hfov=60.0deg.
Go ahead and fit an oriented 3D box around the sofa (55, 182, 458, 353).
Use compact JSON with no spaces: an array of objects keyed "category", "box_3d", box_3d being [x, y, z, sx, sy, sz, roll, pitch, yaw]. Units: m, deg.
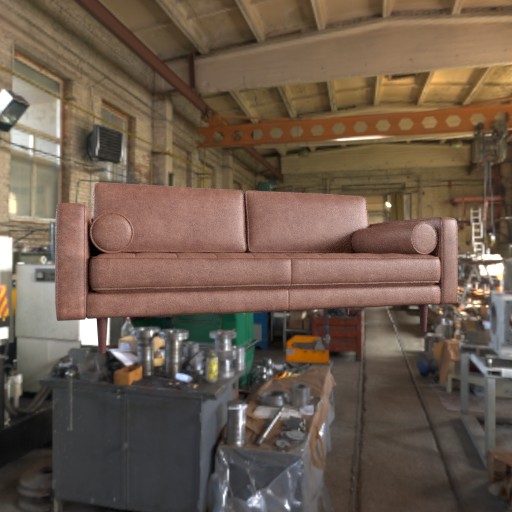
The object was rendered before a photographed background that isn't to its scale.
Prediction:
[{"category":"sofa","box_3d":[0.000,0.000,2.322,1.870,0.760,0.910,0,0,-19]}]
